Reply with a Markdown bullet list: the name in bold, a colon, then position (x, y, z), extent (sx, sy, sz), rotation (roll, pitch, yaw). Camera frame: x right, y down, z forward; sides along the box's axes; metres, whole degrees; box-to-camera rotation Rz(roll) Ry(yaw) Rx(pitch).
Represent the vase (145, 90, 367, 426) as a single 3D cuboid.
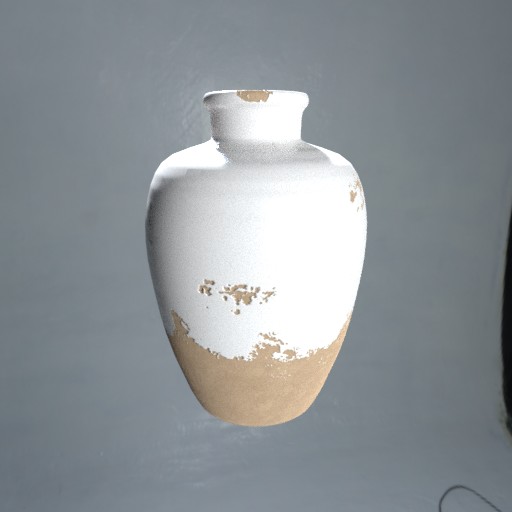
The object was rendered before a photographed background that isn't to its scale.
- **vase**: position (0.000, 0.000, 0.332), extent (0.158, 0.228, 0.158), rotation (0, 16, 0)
